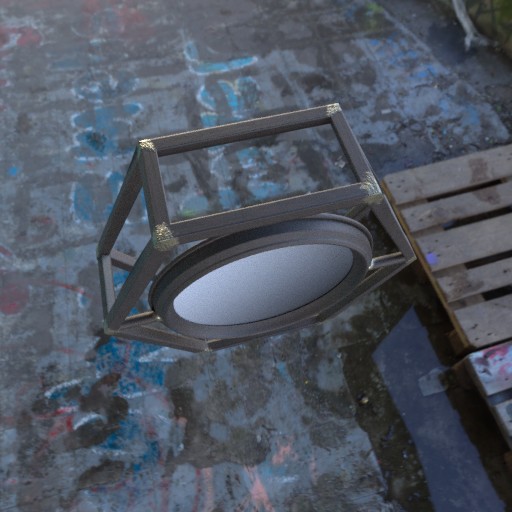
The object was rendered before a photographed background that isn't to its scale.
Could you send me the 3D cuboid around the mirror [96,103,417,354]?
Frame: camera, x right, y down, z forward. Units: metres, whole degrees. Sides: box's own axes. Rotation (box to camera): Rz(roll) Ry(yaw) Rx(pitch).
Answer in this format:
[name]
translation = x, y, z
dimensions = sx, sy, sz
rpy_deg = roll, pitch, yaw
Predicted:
[mirror]
translation = 0.000, 0.000, 0.546
dimensions = 0.380, 0.334, 0.119
rpy_deg = -13, 63, -7
